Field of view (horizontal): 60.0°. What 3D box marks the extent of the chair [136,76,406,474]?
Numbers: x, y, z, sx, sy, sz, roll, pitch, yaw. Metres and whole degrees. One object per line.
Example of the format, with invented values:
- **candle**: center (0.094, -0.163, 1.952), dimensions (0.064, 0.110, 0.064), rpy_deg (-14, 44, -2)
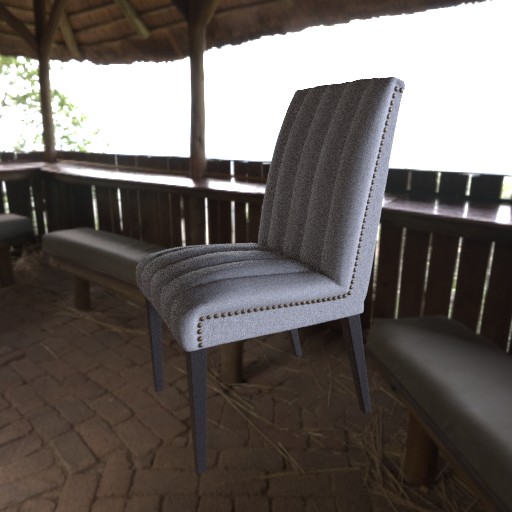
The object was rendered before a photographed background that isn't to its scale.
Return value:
- **chair**: center (0.000, 0.000, 1.348), dimensions (0.647, 1.016, 0.511), rpy_deg (-8, 17, -26)
